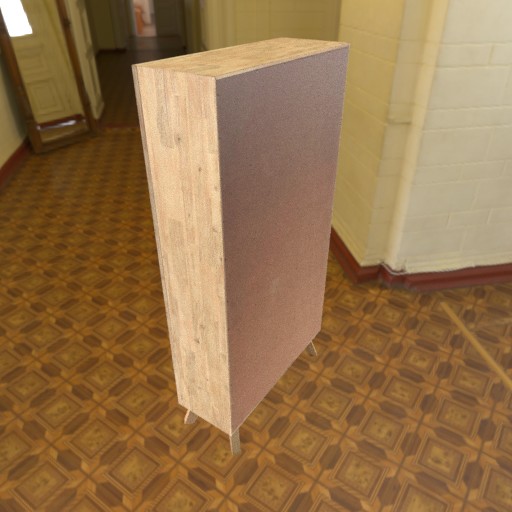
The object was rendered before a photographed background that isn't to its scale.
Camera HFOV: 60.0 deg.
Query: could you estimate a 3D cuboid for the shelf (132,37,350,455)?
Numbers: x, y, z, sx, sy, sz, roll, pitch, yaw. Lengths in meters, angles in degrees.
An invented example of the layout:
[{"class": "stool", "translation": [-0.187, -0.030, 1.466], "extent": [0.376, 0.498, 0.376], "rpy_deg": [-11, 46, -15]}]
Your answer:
[{"class": "shelf", "translation": [0.000, 0.000, 1.745], "extent": [0.308, 1.471, 0.748], "rpy_deg": [20, 37, 29]}]
